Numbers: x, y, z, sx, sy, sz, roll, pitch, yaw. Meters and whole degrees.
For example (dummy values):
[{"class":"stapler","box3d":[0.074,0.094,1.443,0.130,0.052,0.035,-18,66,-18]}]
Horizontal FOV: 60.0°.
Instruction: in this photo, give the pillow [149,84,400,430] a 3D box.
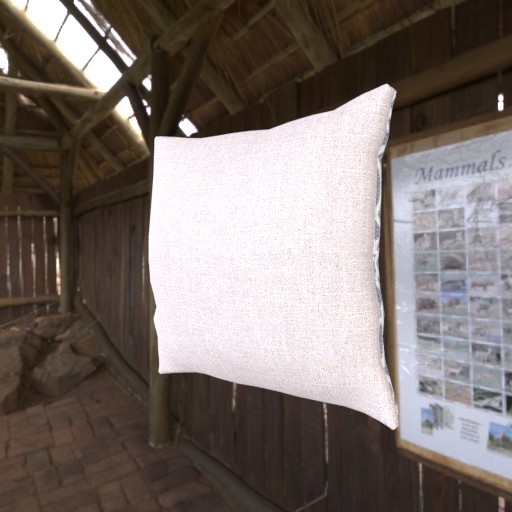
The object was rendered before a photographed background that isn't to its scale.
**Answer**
[{"class":"pillow","box3d":[0.000,0.000,0.786,0.508,0.498,0.215,0,0,36]}]
